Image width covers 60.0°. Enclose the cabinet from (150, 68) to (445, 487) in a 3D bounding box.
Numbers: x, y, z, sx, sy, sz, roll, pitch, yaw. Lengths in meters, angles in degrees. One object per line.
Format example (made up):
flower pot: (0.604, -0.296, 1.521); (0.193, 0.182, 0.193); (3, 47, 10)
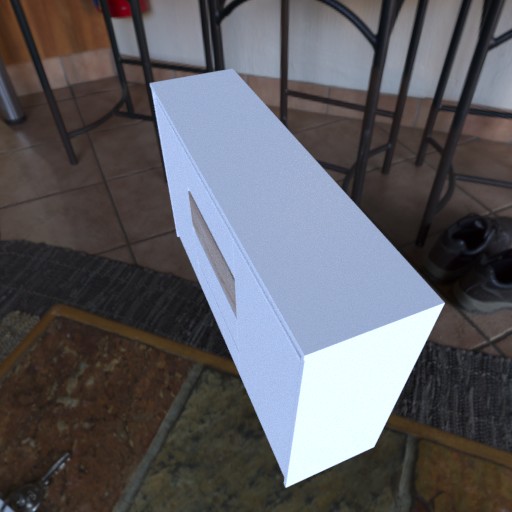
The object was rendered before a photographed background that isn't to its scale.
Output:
cabinet: (0.000, 0.000, 1.805); (0.380, 0.900, 1.450); (-17, 48, -16)
